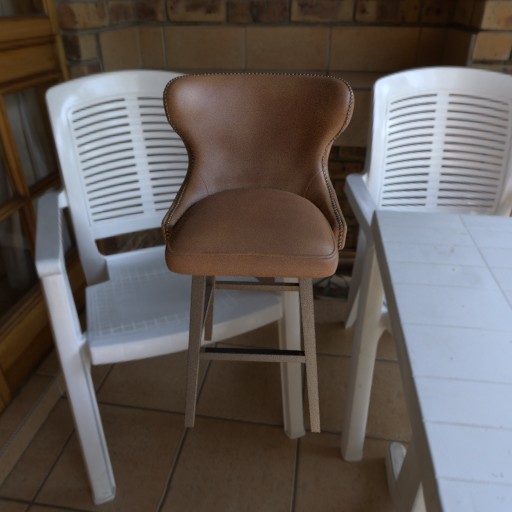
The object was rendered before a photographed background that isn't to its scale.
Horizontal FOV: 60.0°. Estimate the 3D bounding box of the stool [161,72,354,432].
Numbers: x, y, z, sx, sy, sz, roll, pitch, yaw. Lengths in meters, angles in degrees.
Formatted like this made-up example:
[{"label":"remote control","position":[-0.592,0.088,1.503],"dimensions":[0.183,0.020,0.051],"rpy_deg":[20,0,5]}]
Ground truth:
[{"label":"stool","position":[0.000,0.000,1.503],"dimensions":[0.591,1.087,0.606],"rpy_deg":[1,31,2]}]
